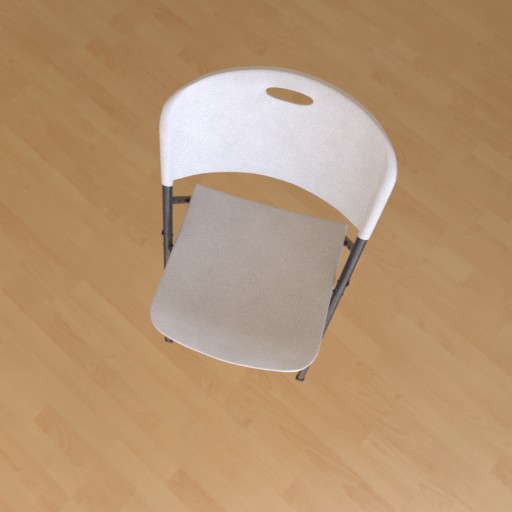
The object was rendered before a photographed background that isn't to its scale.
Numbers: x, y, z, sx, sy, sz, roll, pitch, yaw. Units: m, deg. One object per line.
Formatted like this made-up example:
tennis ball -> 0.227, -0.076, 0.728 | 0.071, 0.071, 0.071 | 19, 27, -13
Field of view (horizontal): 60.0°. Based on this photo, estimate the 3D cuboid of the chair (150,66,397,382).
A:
chair -> 0.000, 0.000, 1.174 | 0.494, 0.810, 0.566 | 16, 77, 4
